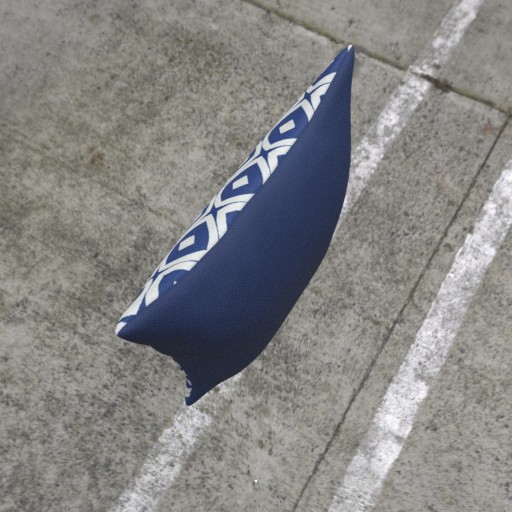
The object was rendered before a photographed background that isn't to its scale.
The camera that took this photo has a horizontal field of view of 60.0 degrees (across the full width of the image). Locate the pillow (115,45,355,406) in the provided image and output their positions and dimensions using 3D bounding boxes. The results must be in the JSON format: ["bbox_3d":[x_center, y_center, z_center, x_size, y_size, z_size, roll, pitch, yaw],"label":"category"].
[{"bbox_3d":[0.000,0.000,0.749,0.188,0.494,0.504,30,67,14],"label":"pillow"}]
